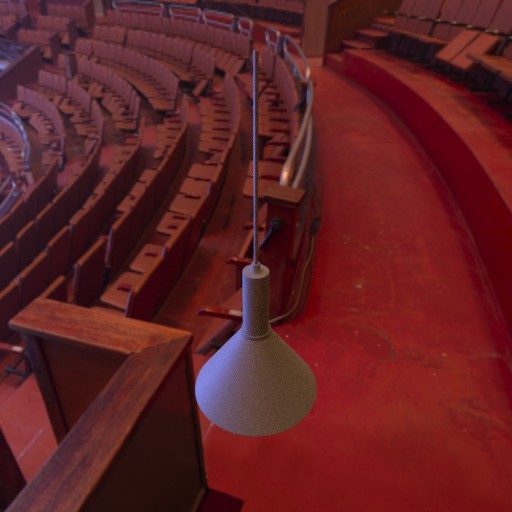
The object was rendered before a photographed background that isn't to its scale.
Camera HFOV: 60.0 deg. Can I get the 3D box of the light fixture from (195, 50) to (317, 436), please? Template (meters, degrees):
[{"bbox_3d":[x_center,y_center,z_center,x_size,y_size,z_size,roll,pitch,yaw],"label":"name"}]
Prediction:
[{"bbox_3d":[0.000,0.000,0.808,0.267,0.683,0.267,9,32,15],"label":"light fixture"}]
